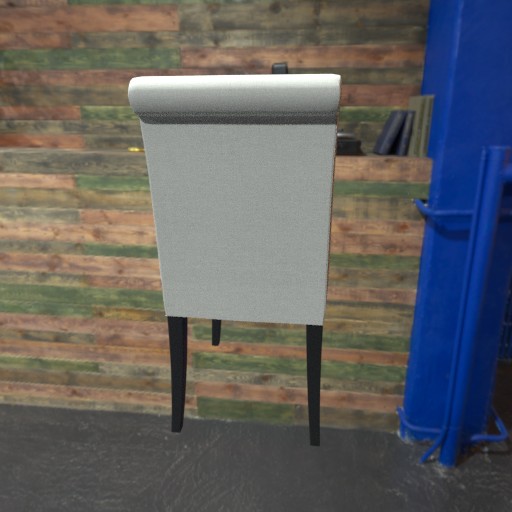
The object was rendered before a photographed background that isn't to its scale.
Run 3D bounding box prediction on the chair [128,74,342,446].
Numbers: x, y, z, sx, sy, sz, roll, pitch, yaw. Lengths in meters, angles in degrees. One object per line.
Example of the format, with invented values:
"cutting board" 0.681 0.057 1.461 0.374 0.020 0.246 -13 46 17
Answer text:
"chair" 0.000 0.000 1.360 0.452 0.976 0.708 2 17 8
